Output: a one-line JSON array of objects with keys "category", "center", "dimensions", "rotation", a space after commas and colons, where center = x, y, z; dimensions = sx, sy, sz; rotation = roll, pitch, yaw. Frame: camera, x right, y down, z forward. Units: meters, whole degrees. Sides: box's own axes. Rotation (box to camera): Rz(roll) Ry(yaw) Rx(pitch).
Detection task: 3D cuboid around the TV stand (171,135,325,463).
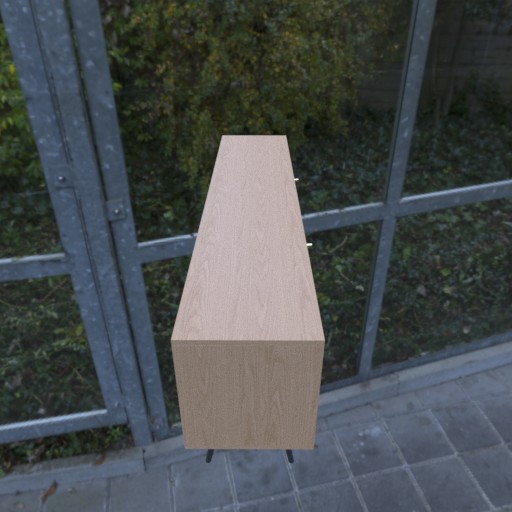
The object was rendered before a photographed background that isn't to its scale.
[{"category": "TV stand", "center": [0.000, 0.000, 1.968], "dimensions": [0.400, 0.580, 1.760], "rotation": [0, 31, 0]}]
